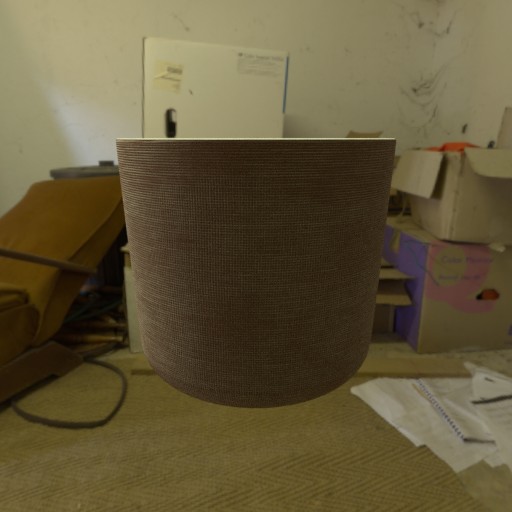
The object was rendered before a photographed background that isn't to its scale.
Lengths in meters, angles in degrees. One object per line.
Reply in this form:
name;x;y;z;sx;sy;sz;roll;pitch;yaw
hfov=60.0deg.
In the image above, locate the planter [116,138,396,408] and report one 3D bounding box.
planter;0.000;0.000;0.777;0.440;0.398;0.440;0;15;0
